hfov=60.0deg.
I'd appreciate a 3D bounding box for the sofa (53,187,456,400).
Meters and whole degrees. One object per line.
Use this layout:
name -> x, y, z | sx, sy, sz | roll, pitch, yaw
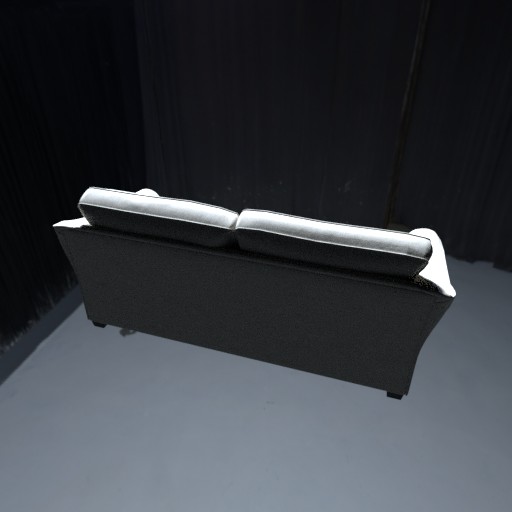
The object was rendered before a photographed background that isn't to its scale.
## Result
sofa -> 0.000, 0.000, 2.866 | 2.270, 0.965, 0.980 | 10, 34, 15
